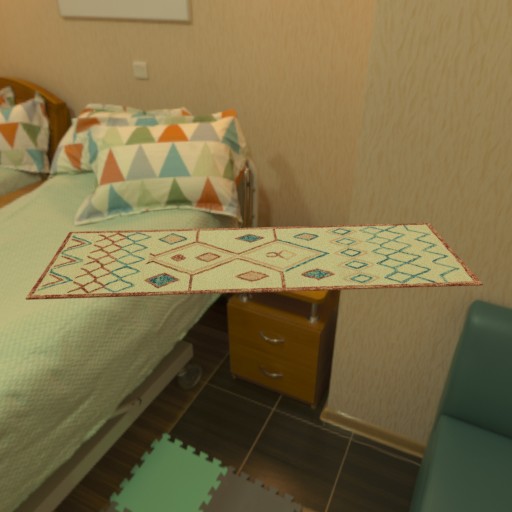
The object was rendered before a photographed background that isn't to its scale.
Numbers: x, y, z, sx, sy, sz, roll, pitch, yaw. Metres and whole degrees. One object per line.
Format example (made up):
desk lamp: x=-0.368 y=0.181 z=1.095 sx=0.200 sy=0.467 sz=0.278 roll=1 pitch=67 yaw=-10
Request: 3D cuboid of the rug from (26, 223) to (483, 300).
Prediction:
rug: x=0.000 y=0.000 z=2.674 sx=2.435 sy=0.011 sz=0.750 roll=-2 pitch=31 yaw=-3
